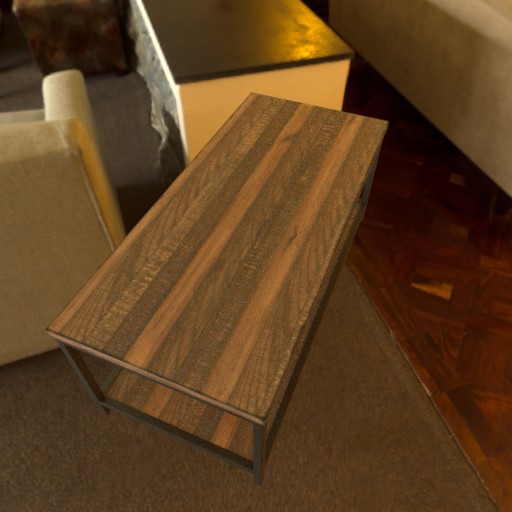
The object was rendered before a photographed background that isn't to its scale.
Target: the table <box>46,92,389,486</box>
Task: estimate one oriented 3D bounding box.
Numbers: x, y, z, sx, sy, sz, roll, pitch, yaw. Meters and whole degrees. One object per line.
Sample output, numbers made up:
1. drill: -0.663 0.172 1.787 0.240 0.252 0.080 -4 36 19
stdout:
1. table: 0.000 0.000 1.238 0.452 0.399 0.990 17 50 15
